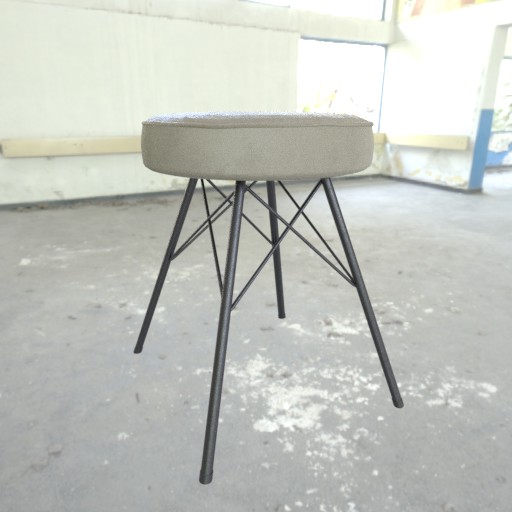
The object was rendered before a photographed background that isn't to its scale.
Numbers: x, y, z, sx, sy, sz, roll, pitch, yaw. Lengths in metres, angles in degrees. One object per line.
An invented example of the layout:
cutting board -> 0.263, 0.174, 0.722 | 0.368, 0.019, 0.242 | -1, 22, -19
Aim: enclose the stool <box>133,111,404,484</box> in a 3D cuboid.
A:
stool -> 0.000, 0.000, 0.872 | 0.423, 0.538, 0.457 | -9, 20, -26
